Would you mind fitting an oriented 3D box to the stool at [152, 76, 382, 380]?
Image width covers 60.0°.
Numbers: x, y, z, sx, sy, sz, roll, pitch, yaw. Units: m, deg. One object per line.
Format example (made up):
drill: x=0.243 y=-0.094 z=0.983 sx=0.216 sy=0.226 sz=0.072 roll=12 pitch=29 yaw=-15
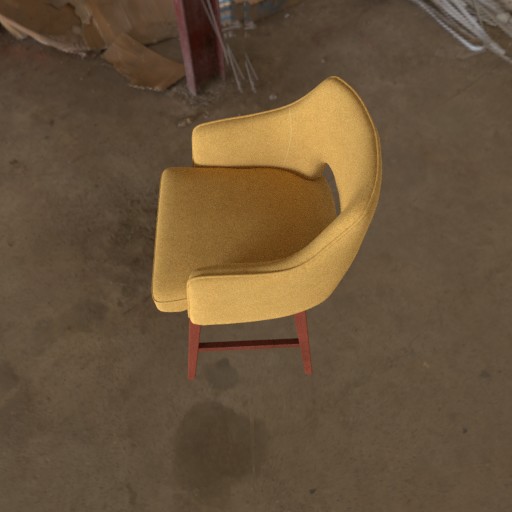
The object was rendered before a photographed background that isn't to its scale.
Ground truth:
stool: x=0.000 y=0.000 z=1.392 sx=0.558 sy=1.012 sz=0.548 roll=-2 pitch=59 yaw=-1
